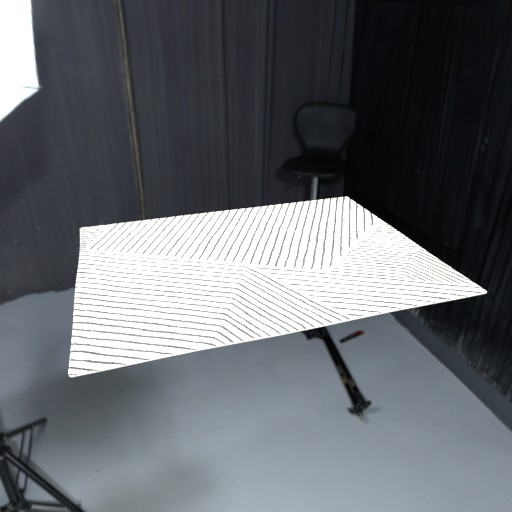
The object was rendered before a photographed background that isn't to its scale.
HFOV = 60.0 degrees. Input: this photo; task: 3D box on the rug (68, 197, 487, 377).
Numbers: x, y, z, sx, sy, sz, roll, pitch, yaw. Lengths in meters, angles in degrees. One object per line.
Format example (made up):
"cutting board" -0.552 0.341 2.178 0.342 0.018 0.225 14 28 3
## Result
"rug" 0.000 0.000 3.193 2.449 0.028 1.829 -8 29 -16
